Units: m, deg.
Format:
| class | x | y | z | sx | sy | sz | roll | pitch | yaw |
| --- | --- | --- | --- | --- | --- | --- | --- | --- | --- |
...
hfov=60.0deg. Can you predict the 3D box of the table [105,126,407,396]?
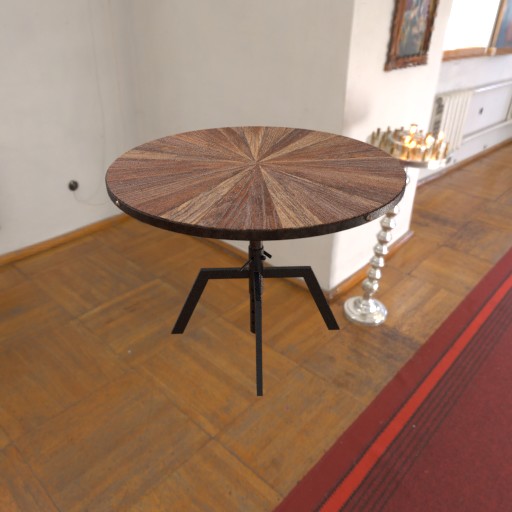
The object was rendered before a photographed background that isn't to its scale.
| class | x | y | z | sx | sy | sz | roll | pitch | yaw |
| --- | --- | --- | --- | --- | --- | --- | --- | --- | --- |
| table | 0.000 | 0.000 | 1.520 | 0.885 | 0.658 | 0.885 | 0 | 31 | 0 |
